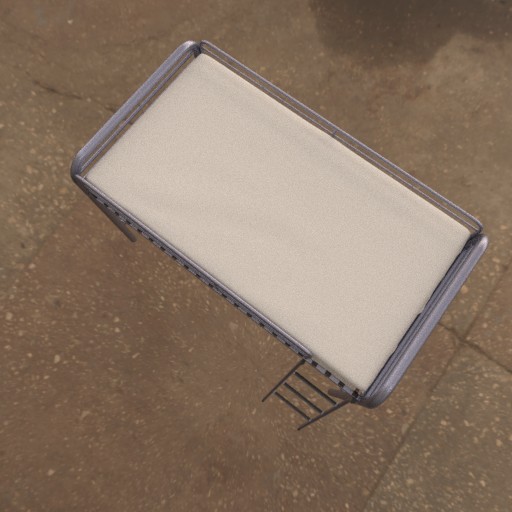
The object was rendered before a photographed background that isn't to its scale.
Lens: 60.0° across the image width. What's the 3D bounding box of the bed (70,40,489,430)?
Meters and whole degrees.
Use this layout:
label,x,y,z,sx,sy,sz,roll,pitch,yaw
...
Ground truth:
label,x,y,z,sx,sy,sz,roll,pitch,yaw
bed,0.000,0.000,2.824,1.965,1.288,1.415,36,78,9
